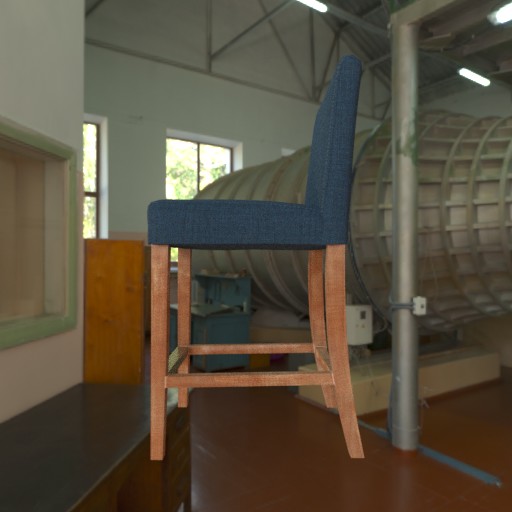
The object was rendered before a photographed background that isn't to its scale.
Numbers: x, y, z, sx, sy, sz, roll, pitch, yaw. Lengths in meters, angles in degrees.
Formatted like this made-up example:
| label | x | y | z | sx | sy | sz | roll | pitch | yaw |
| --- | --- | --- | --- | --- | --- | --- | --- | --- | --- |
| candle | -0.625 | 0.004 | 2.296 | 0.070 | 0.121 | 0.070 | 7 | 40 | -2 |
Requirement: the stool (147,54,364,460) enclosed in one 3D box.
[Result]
| label | x | y | z | sx | sy | sz | roll | pitch | yaw |
| --- | --- | --- | --- | --- | --- | --- | --- | --- | --- |
| stool | 0.000 | 0.000 | 1.338 | 0.567 | 1.039 | 0.454 | 0 | 0 | 0 |
